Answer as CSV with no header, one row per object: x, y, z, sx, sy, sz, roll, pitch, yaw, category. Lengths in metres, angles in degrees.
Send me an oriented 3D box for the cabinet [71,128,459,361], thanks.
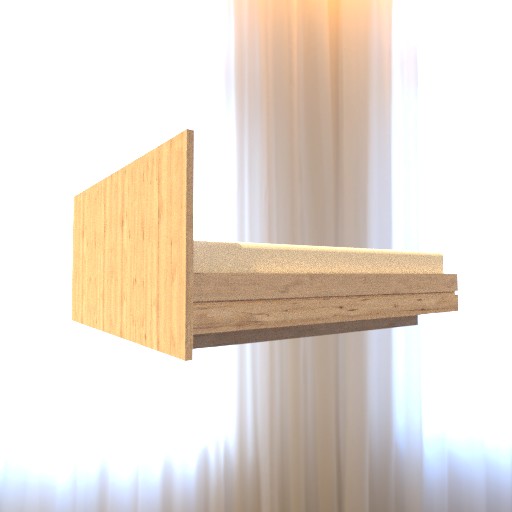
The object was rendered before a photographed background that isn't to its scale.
0.000,0.000,3.206,2.080,0.970,1.950,2,-3,-35,cabinet
